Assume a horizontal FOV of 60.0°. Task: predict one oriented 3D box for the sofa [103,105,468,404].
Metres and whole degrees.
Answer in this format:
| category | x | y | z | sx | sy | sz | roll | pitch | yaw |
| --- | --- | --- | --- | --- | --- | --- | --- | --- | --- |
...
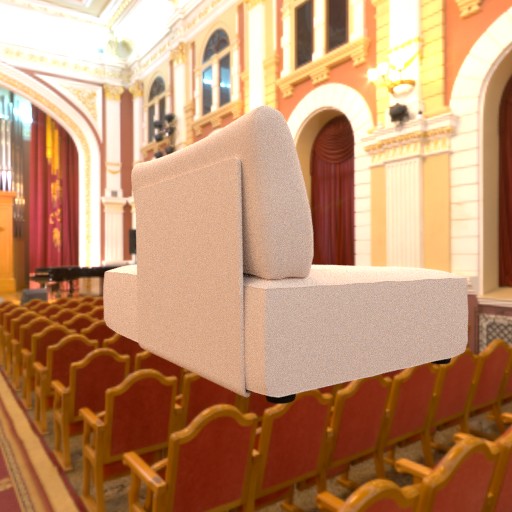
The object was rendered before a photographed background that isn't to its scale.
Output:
| category | x | y | z | sx | sy | sz | roll | pitch | yaw |
| --- | --- | --- | --- | --- | --- | --- | --- | --- | --- |
| sofa | 0.000 | 0.000 | 2.025 | 1.000 | 0.820 | 1.450 | 0 | 0 | -35 |
